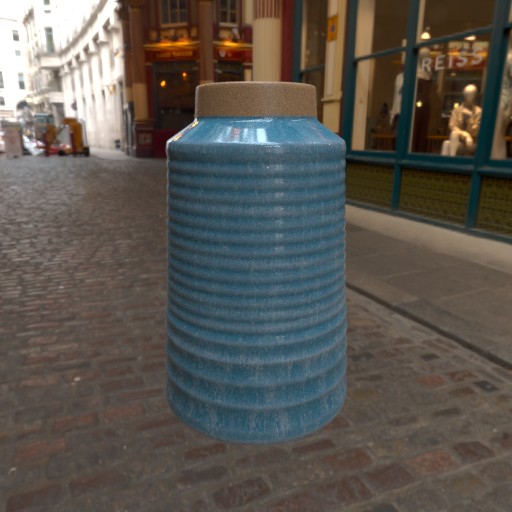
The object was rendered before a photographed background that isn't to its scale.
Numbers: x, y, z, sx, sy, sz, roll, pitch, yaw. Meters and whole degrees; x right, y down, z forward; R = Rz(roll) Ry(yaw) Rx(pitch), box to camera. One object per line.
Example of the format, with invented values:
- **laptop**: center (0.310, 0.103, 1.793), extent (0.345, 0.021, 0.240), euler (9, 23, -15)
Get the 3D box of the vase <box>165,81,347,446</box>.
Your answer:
- **vase**: center (0.000, 0.000, 0.373), extent (0.163, 0.267, 0.163), euler (0, 16, 0)
